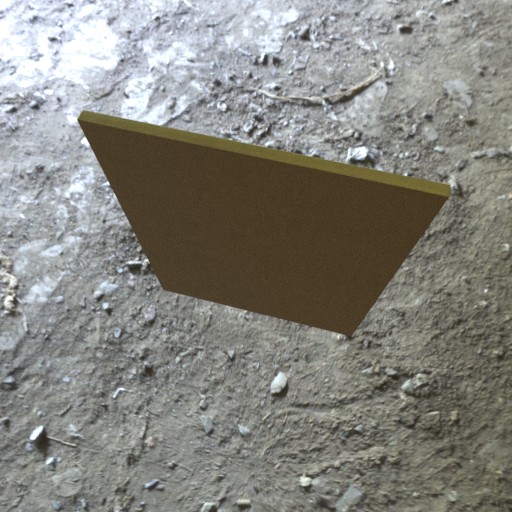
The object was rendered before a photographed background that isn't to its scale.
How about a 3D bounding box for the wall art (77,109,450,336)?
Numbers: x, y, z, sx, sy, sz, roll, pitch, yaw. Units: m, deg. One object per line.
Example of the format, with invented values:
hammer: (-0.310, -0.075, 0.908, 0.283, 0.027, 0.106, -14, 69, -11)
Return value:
wall art: (0.000, 0.000, 1.377, 0.798, 1.002, 0.030, 13, 65, 6)
